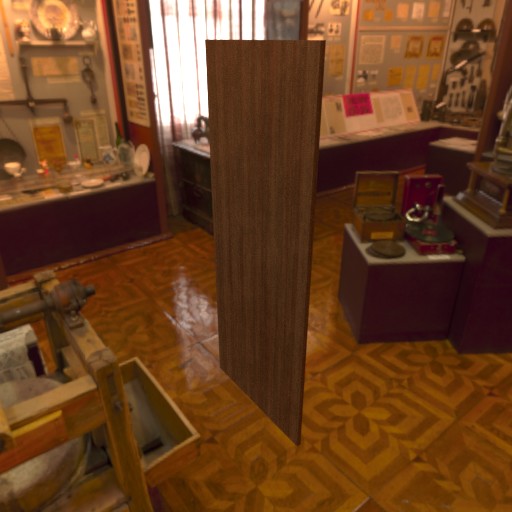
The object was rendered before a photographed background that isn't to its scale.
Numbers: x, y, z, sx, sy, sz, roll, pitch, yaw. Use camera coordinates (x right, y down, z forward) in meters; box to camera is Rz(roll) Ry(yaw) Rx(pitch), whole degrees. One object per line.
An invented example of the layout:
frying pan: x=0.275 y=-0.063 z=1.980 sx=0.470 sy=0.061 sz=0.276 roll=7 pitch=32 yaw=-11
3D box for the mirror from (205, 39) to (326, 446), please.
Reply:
mirror: x=0.000 y=0.000 z=2.317 sx=0.025 sy=2.032 sz=0.812 roll=-18 pitch=31 yaw=-32
